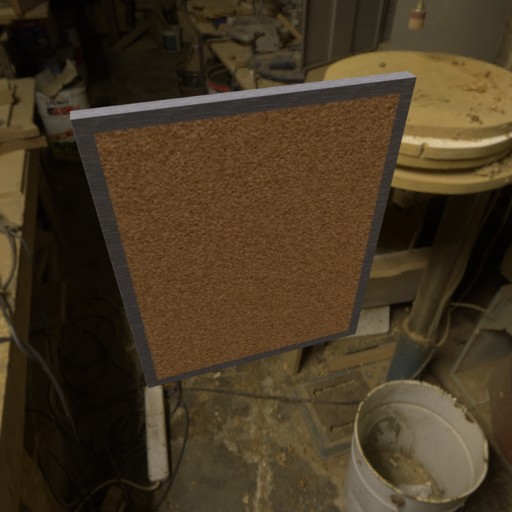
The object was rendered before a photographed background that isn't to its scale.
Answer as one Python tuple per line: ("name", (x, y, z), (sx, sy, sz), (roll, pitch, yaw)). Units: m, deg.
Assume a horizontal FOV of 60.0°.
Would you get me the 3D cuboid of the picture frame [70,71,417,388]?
("picture frame", (0.000, 0.000, 0.752), (0.454, 0.559, 0.029), (-12, 43, -13))
